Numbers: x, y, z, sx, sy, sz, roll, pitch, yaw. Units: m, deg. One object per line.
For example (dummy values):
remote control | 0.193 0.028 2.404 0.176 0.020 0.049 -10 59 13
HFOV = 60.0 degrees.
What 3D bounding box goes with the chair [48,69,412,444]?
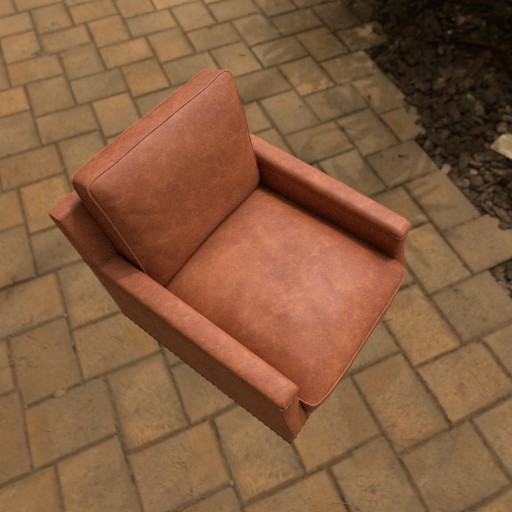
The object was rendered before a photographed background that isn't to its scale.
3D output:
chair | 0.000 0.000 1.687 1.014 0.943 0.853 33 65 18
